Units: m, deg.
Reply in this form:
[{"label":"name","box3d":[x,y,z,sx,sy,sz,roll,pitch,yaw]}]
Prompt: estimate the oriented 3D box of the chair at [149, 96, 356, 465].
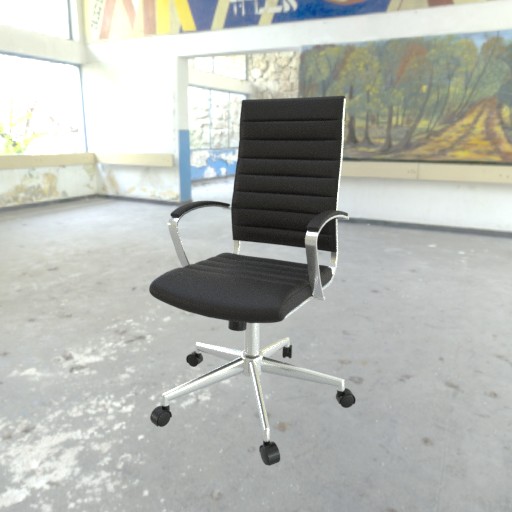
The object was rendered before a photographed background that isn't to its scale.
[{"label":"chair","box3d":[0.000,0.000,1.643,0.766,1.149,0.739,8,17,26]}]
